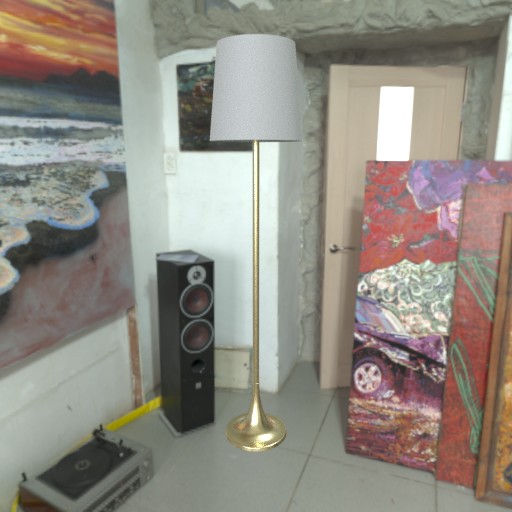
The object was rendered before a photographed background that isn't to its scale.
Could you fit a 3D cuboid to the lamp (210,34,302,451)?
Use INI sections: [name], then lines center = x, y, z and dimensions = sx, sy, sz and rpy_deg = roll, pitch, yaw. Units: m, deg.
[lamp]
center = 0.000, 0.000, 1.722
dimensions = 0.337, 1.543, 0.337
rpy_deg = 0, 13, 0
